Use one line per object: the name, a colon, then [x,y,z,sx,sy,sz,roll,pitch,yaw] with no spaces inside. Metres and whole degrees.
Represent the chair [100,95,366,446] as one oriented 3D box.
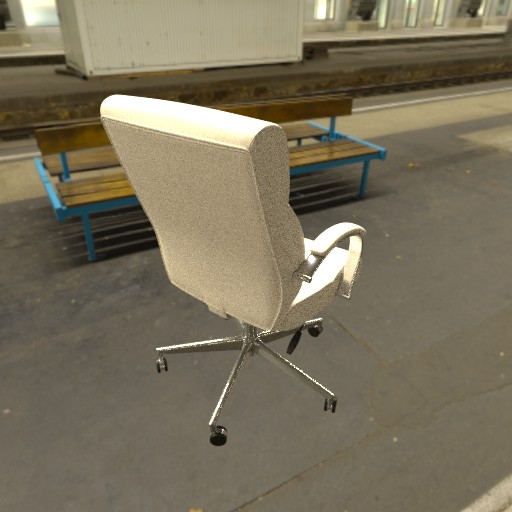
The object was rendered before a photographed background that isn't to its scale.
chair: [0.000,0.000,1.545,0.727,1.099,0.745,21,36,32]
